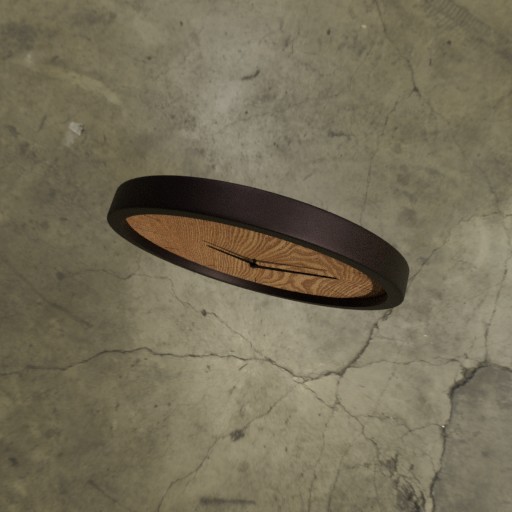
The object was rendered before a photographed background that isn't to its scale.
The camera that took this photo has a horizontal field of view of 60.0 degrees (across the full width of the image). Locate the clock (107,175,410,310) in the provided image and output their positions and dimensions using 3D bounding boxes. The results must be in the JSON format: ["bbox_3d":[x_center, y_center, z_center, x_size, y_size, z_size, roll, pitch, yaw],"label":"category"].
[{"bbox_3d":[0.000,0.000,0.478,0.314,0.314,0.029,15,77,4],"label":"clock"}]
